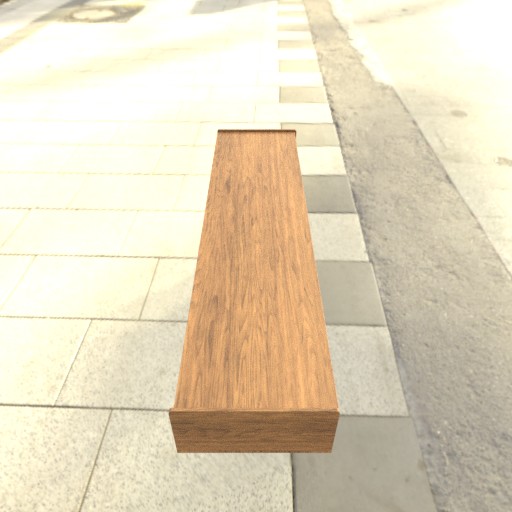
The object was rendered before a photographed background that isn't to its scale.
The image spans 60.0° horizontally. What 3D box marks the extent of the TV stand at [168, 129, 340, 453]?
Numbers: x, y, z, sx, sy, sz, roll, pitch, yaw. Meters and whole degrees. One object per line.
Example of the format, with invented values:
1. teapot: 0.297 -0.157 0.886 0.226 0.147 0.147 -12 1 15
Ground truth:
1. TV stand: 0.000 0.000 1.997 0.467 0.415 1.796 0 40 0
